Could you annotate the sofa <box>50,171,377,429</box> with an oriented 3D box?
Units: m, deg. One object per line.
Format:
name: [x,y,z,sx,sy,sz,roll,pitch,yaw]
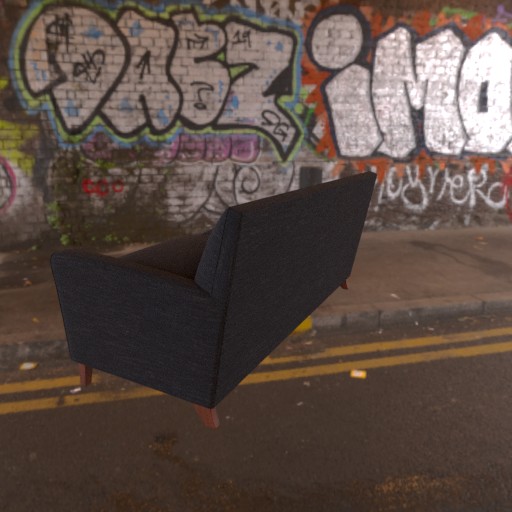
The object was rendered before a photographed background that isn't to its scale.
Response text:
sofa: [0.000,0.000,2.472,0.875,0.846,1.976,7,16,26]
